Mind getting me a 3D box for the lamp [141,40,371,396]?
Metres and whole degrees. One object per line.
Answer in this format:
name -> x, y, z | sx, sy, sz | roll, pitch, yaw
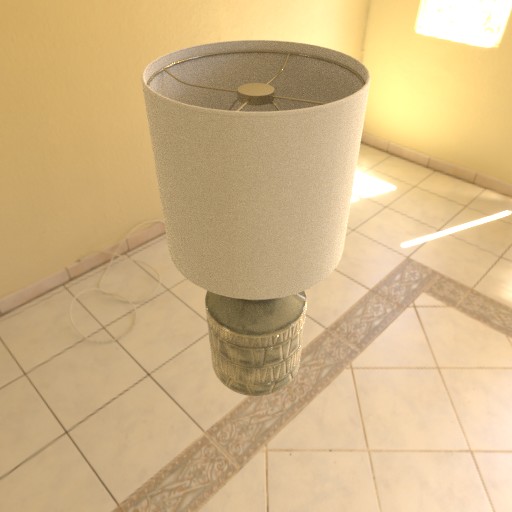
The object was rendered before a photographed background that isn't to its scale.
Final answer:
lamp -> 0.000, 0.000, 0.560 | 0.211, 0.455, 0.211 | 24, 45, 27
